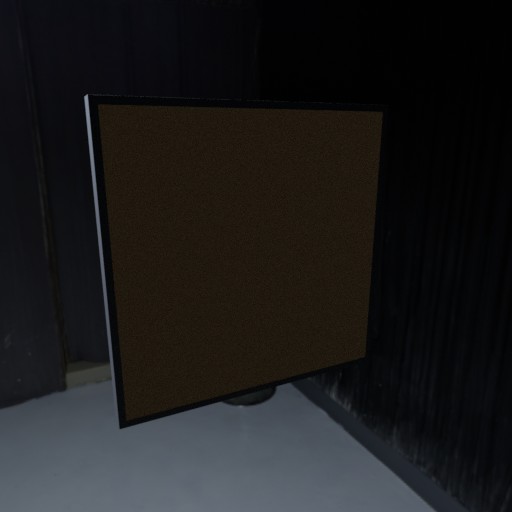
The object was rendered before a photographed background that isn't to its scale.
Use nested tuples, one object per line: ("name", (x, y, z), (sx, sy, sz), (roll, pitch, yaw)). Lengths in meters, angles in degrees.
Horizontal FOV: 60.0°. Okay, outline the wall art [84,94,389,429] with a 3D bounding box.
("wall art", (0.000, 0.000, 0.771), (0.509, 0.509, 0.040), (-7, 17, -25))
